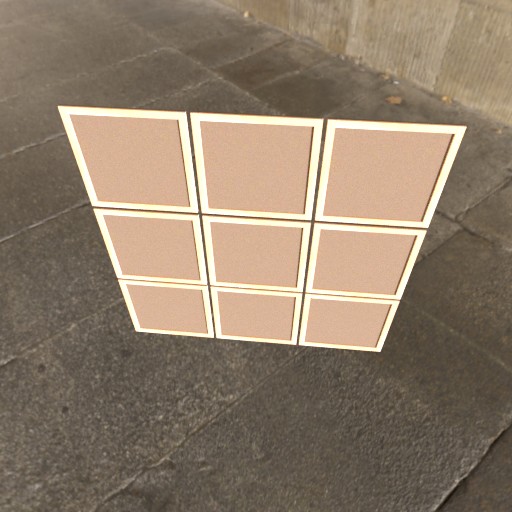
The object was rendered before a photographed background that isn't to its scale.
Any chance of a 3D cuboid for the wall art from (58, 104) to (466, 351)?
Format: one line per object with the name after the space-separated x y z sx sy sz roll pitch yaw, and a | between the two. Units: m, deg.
0.000 0.000 1.759 1.216 1.218 0.013 4 47 4 | wall art
